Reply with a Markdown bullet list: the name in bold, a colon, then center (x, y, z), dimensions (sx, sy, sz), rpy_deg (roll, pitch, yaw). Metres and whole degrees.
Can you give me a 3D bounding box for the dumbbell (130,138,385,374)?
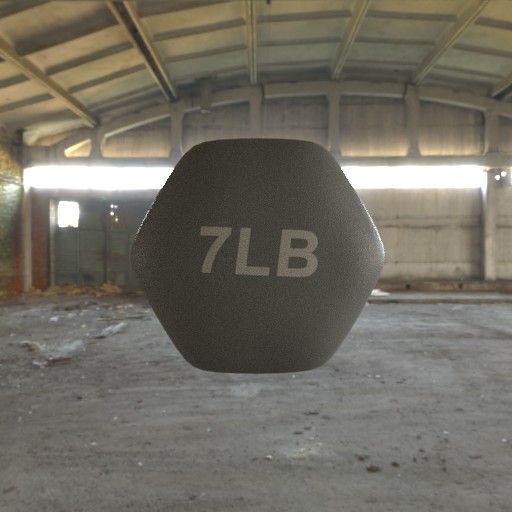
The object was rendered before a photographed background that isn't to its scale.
- **dumbbell**: center (0.000, 0.000, 0.231), dimensions (0.090, 0.081, 0.184), rpy_deg (0, 0, 0)
